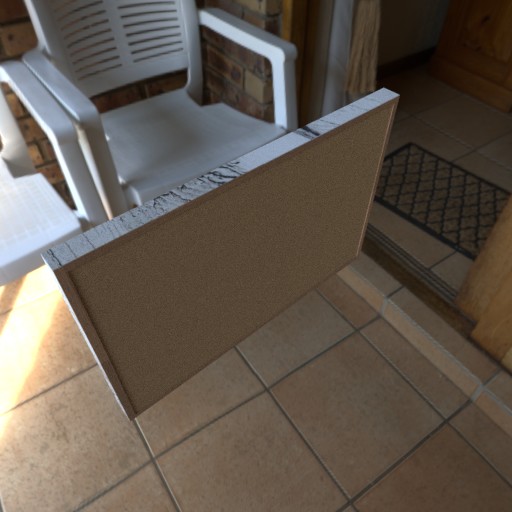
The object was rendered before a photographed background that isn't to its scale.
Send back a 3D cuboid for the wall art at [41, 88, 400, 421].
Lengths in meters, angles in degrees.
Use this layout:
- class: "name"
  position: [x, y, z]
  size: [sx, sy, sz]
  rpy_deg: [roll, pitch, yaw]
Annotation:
- class: "wall art"
  position: [0.000, 0.000, 0.778]
  size: [0.613, 0.407, 0.035]
  rpy_deg: [-32, 55, -26]
